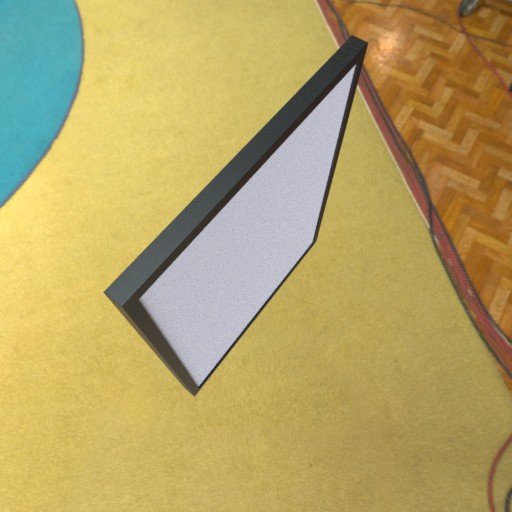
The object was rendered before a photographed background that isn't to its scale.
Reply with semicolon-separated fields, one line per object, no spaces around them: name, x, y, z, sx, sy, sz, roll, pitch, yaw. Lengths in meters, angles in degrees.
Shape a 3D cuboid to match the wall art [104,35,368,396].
wall art;0.000;0.000;0.537;0.018;0.397;0.325;34;69;15
